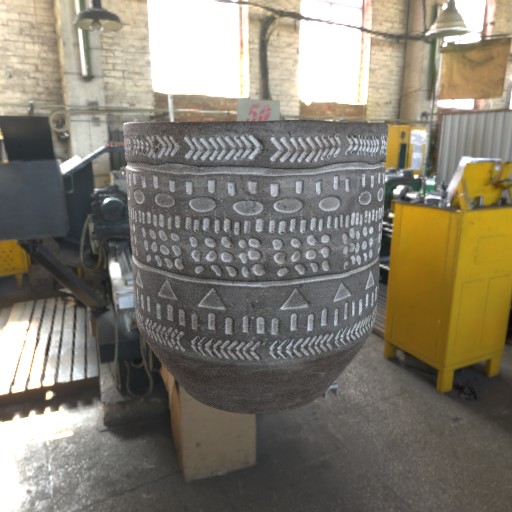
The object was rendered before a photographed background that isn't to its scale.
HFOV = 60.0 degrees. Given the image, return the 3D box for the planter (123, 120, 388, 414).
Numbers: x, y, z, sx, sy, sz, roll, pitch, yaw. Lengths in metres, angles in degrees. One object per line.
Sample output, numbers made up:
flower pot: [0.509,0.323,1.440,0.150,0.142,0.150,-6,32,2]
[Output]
planter: [0.000,0.000,0.225,0.122,0.128,0.122,0,15,0]
